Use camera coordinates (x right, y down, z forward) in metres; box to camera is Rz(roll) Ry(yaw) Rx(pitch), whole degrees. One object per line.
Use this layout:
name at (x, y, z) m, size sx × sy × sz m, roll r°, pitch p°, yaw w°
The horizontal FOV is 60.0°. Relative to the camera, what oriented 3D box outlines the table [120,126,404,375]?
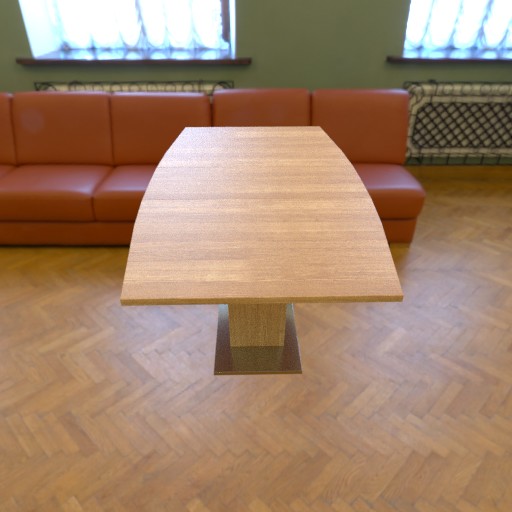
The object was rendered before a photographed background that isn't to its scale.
table at (0.000, 0.000, 2.079) m, size 0.900 × 0.748 × 1.598 m, roll -1°, pitch 32°, yaw -1°
